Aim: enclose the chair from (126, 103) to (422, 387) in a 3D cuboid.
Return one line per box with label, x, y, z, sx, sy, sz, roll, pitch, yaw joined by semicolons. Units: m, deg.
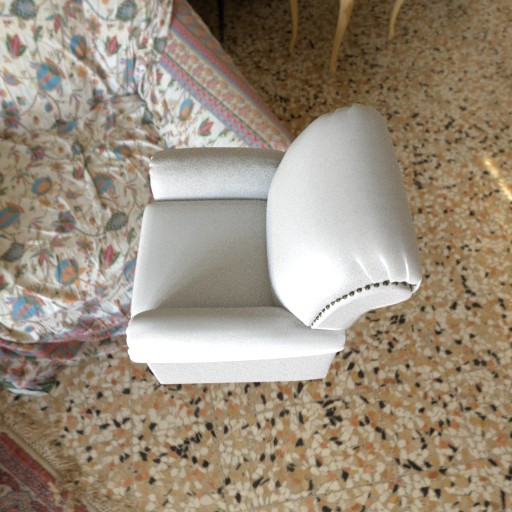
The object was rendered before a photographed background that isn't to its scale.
chair;0.000;0.000;1.654;0.890;0.927;0.854;-1;59;-1
